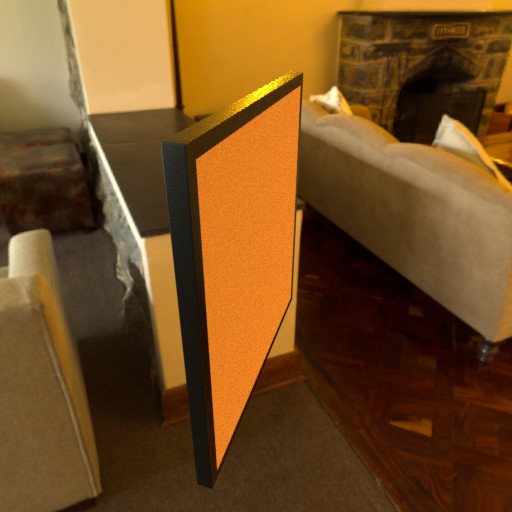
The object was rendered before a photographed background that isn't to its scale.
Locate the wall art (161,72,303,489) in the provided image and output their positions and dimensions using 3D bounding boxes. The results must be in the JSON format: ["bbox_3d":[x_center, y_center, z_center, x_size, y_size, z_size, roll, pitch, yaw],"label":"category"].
[{"bbox_3d":[0.000,0.000,1.101,0.038,0.761,0.755,9,31,15],"label":"wall art"}]
